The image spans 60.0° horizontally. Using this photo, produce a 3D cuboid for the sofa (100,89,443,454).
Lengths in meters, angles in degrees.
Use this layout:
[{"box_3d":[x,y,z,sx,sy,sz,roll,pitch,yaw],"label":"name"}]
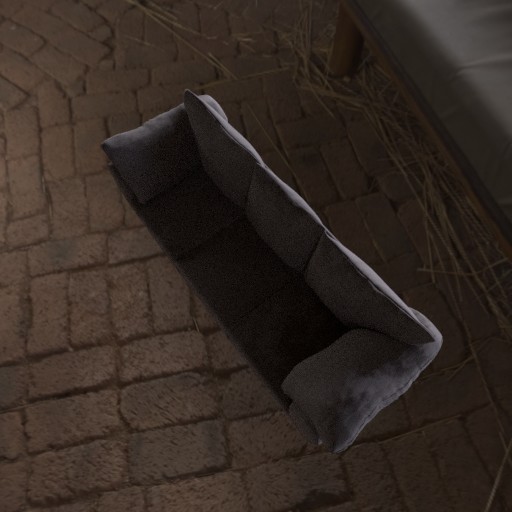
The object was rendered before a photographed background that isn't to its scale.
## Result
[{"box_3d":[0.000,0.000,2.877,0.893,0.981,2.377,-34,68,-16],"label":"sofa"}]
